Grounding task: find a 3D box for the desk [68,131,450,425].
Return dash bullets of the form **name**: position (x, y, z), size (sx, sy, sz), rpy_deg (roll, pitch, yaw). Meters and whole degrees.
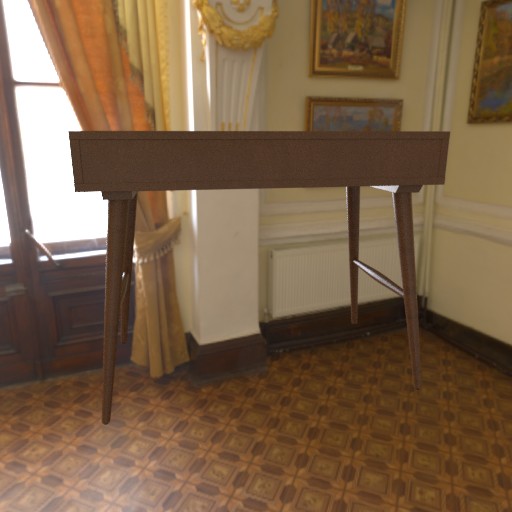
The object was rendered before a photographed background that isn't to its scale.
- **desk**: position (0.000, 0.000, 1.405), size (0.949, 0.758, 0.510), rpy_deg (-3, 15, -10)
